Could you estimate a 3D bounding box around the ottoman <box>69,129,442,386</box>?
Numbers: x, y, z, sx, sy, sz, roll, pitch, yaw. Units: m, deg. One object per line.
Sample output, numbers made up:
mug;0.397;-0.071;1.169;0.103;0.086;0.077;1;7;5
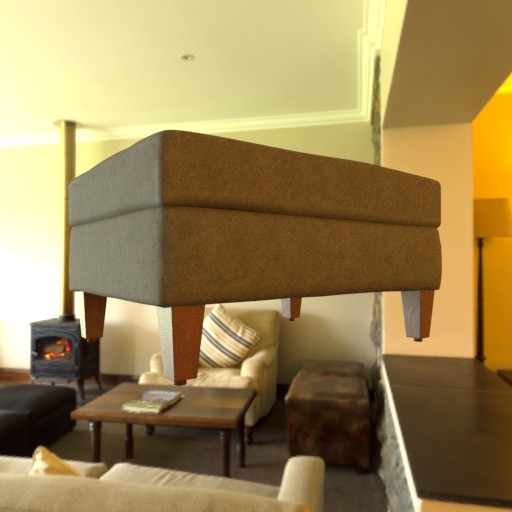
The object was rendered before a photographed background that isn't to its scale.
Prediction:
ottoman;0.000;0.000;1.213;0.839;0.464;0.639;1;-1;-36
